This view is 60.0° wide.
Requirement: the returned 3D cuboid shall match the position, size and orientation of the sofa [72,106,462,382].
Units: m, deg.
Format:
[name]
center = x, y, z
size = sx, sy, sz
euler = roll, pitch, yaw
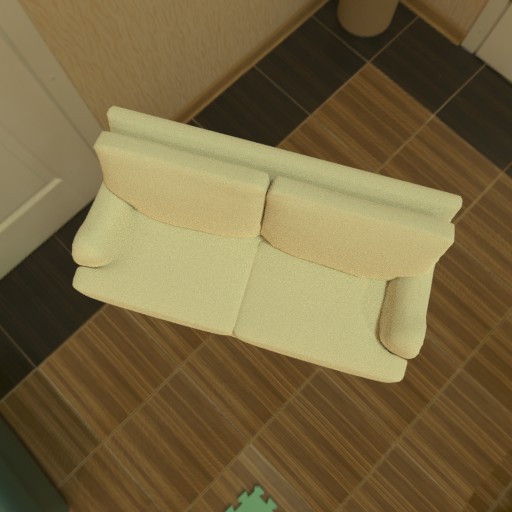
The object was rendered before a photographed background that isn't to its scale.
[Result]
[sofa]
center = 0.000, 0.000, 2.829
size = 2.159, 1.087, 1.086
euler = 16, 77, 4
